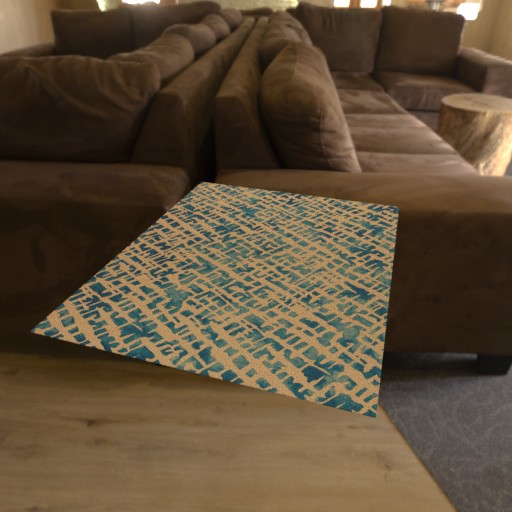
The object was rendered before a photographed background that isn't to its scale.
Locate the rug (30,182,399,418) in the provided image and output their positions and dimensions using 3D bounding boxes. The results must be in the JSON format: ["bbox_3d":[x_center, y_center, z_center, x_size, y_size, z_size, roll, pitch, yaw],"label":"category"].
[{"bbox_3d":[0.000,0.000,4.088,2.435,0.007,3.007,10,33,15],"label":"rug"}]
